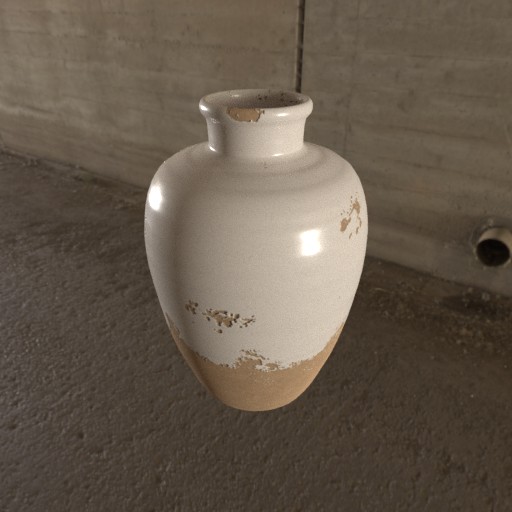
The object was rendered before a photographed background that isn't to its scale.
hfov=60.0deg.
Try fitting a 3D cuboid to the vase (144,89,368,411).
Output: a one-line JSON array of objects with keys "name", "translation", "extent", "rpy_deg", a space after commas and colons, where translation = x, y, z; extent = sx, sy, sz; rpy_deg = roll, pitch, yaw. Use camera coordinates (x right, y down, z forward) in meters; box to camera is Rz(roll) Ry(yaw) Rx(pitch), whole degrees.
[{"name": "vase", "translation": [0.000, 0.000, 0.334], "extent": [0.158, 0.228, 0.158], "rpy_deg": [0, 30, 0]}]
